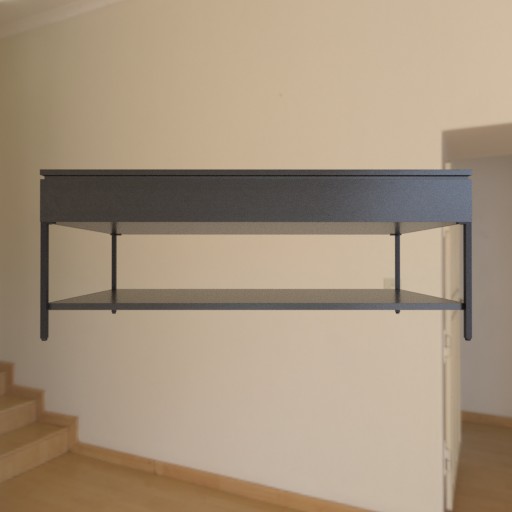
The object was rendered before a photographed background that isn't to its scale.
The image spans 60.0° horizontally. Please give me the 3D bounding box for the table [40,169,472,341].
[{"bbox_3d":[0.000,0.000,1.407,1.095,0.435,0.574,0,0,0],"label":"table"}]
